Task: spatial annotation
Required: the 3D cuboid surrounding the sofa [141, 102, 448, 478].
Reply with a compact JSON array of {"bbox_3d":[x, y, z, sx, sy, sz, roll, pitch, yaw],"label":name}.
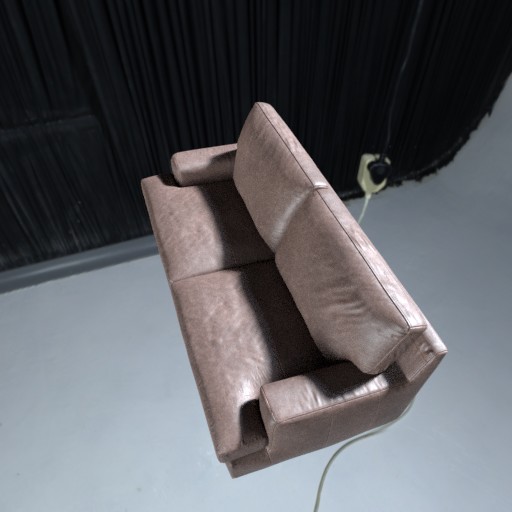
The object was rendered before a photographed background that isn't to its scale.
[{"bbox_3d":[0.000,0.000,2.811,1.143,0.941,2.261,-15,50,-13],"label":"sofa"}]
